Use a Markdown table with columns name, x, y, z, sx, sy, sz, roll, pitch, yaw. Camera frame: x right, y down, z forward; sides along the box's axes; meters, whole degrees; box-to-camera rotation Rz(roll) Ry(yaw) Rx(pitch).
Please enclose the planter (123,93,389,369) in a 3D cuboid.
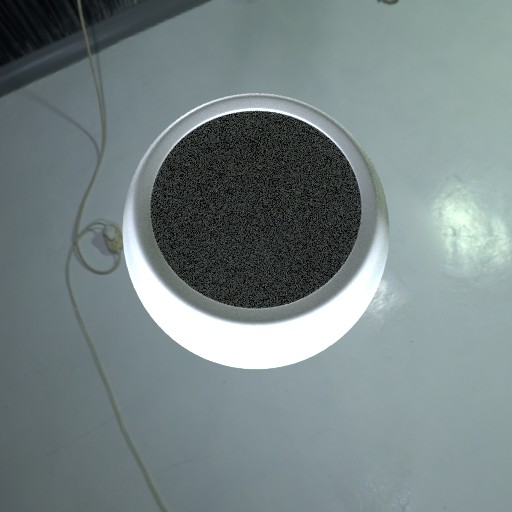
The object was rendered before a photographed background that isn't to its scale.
| name | x | y | z | sx | sy | sz | roll | pitch | yaw |
| --- | --- | --- | --- | --- | --- | --- | --- | --- | --- |
| planter | 0.000 | 0.000 | 0.328 | 0.161 | 0.224 | 0.161 | 0 | 76 | 0 |
